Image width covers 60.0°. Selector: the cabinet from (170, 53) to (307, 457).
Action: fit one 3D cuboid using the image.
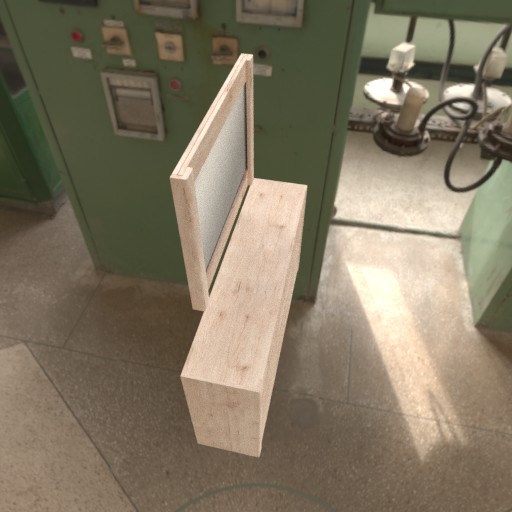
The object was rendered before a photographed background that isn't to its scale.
[{"bbox_3d":[0.000,0.000,2.759,0.420,1.981,1.700,9,48,8],"label":"cabinet"}]
